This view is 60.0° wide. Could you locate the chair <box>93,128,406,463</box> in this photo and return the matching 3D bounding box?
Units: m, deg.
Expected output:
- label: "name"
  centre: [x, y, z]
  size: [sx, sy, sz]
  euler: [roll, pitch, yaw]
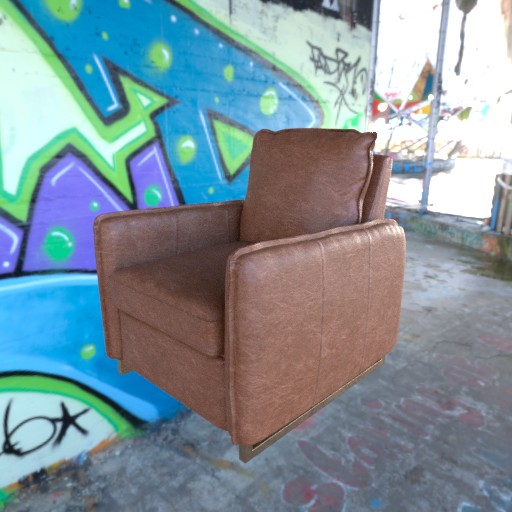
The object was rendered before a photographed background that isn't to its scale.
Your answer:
- label: "chair"
  centre: [0.000, 0.000, 1.651]
  size: [0.830, 0.922, 0.922]
  euler: [15, 21, 42]
